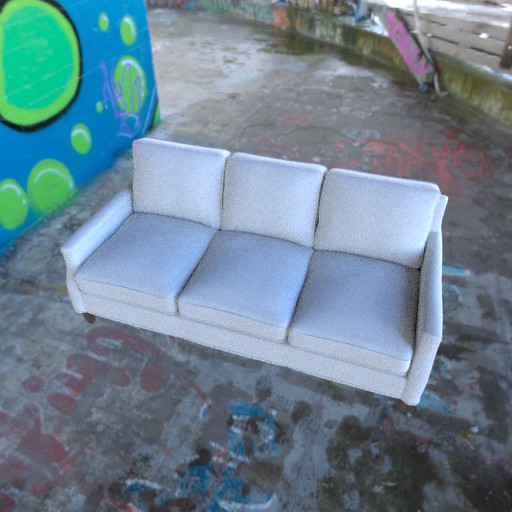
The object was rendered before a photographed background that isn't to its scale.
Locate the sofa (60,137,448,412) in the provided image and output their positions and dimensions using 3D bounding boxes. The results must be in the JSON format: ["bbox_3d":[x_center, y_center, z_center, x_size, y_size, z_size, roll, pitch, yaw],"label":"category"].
[{"bbox_3d":[0.000,0.000,2.856,2.246,1.003,1.084,12,42,14],"label":"sofa"}]
